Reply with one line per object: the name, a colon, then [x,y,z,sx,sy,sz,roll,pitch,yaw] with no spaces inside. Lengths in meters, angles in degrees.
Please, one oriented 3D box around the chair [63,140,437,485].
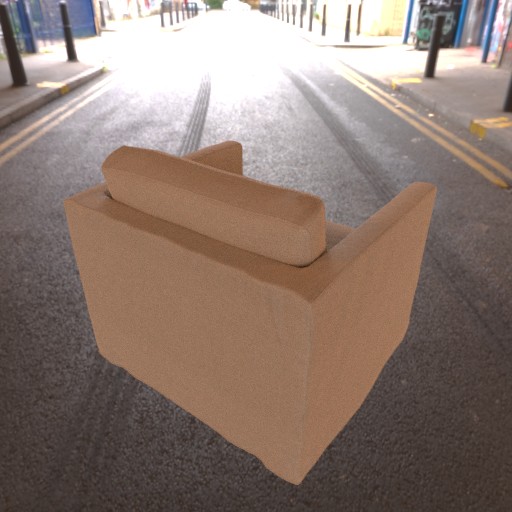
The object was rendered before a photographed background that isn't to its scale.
chair: [0.000,0.000,1.738,1.057,0.867,0.949,21,36,31]
